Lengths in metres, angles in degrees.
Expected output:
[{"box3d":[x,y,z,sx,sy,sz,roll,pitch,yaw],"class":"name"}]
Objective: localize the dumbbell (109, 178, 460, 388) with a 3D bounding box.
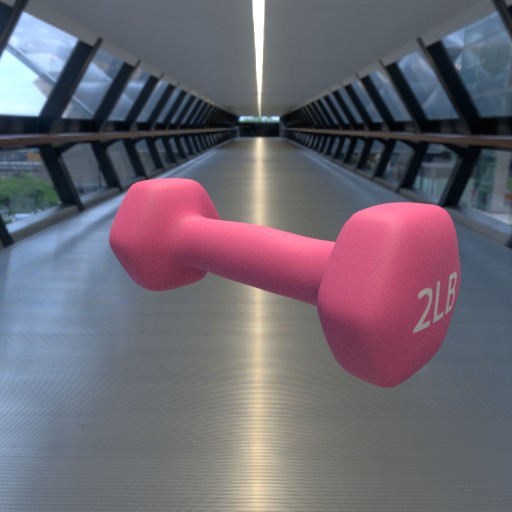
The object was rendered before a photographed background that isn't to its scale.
[{"box3d":[0.000,0.000,0.175,0.146,0.053,0.058,14,21,43],"class":"dumbbell"}]
